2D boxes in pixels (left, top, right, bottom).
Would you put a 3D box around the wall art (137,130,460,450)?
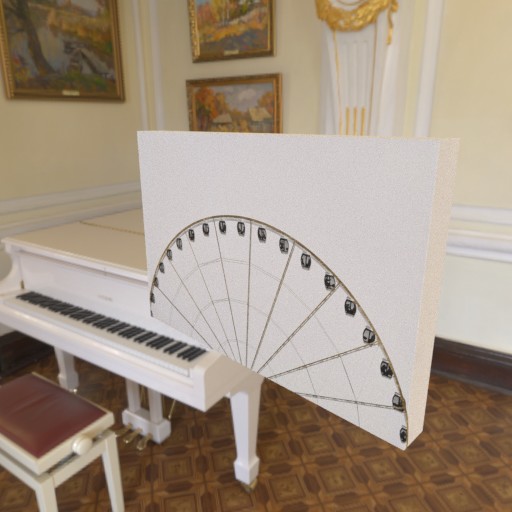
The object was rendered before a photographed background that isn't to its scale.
[{"bbox_3d":[0.000,0.000,0.477,0.384,0.254,0.039,16,23,42],"label":"wall art"}]
